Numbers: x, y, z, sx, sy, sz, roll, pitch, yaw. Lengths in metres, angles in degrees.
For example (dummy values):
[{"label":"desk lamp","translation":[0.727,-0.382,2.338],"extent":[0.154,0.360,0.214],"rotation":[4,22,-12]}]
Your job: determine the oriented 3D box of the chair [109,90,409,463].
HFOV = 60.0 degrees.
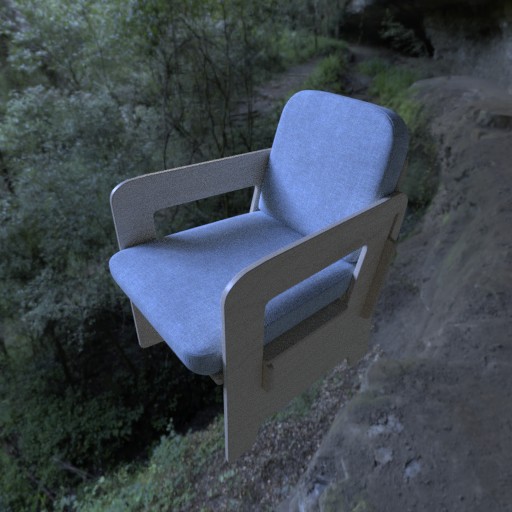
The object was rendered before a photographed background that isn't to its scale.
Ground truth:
[{"label":"chair","translation":[0.000,0.000,1.276],"extent":[0.710,0.800,0.590],"rotation":[-22,39,-30]}]
